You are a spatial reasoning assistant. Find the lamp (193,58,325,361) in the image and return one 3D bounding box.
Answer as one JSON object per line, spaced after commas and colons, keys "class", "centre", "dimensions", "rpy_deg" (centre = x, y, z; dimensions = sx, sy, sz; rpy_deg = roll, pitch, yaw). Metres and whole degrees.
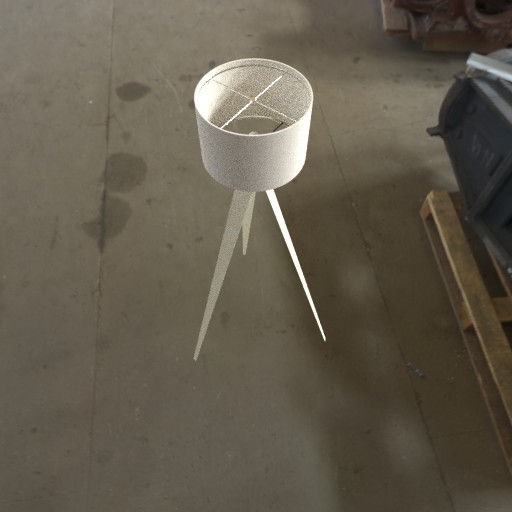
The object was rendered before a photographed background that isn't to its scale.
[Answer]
{"class": "lamp", "centre": [0.000, 0.000, 1.897], "dimensions": [0.724, 1.524, 0.716], "rpy_deg": [33, 63, 19]}
